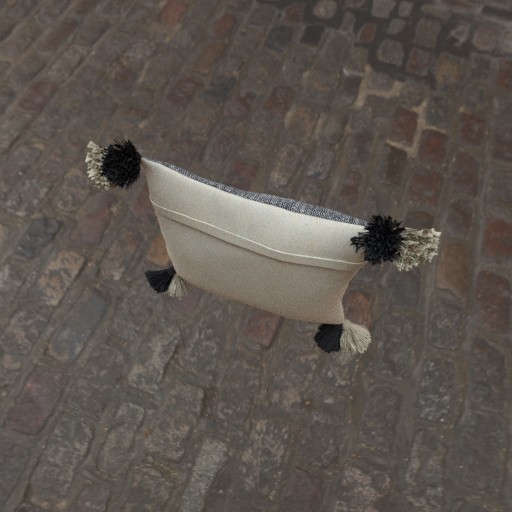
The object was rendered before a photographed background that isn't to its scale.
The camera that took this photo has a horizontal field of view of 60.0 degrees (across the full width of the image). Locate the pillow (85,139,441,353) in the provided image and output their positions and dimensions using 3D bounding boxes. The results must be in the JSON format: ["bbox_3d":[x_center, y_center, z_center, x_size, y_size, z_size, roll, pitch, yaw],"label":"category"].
[{"bbox_3d":[0.000,0.000,0.994,0.654,0.659,0.170,18,65,9],"label":"pillow"}]
